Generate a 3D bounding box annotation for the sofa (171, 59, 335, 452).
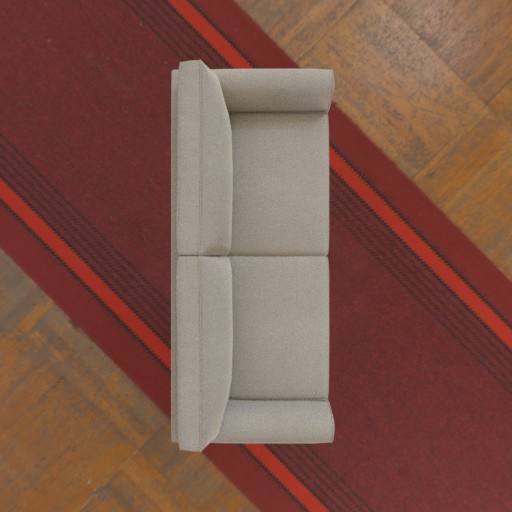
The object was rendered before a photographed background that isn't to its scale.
[{"bbox_3d":[0.000,0.000,2.645,0.901,0.962,2.146,0,90,1],"label":"sofa"}]
